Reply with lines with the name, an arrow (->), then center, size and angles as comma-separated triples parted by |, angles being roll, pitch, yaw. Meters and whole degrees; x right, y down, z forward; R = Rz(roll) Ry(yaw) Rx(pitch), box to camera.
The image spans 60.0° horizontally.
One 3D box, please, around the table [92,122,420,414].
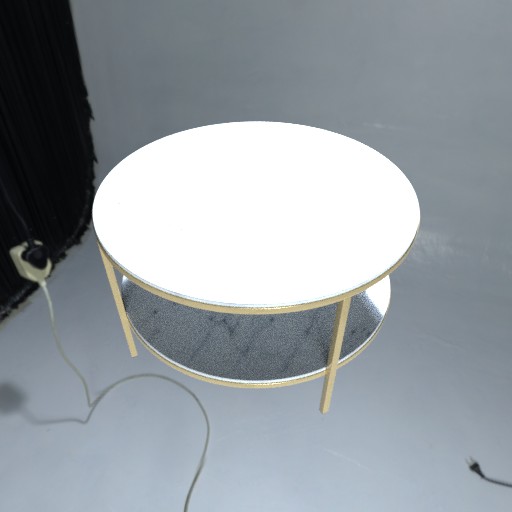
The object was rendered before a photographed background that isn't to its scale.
table -> 0.000, 0.000, 1.264 | 0.800, 0.450, 0.800 | 0, 41, 0
